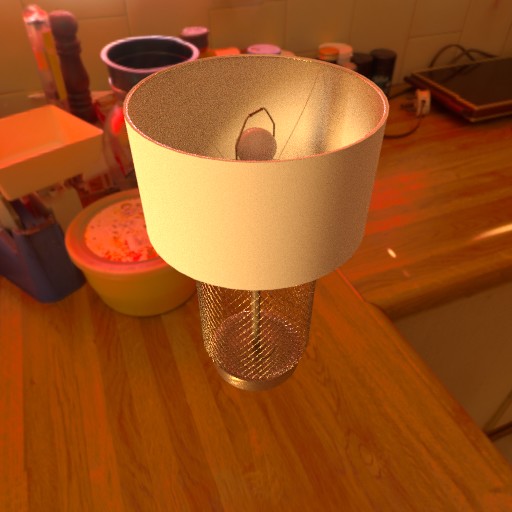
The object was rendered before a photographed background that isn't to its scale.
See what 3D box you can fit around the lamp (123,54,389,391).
[{"bbox_3d":[0.000,0.000,0.791,0.353,0.578,0.353,0,42,0],"label":"lamp"}]
